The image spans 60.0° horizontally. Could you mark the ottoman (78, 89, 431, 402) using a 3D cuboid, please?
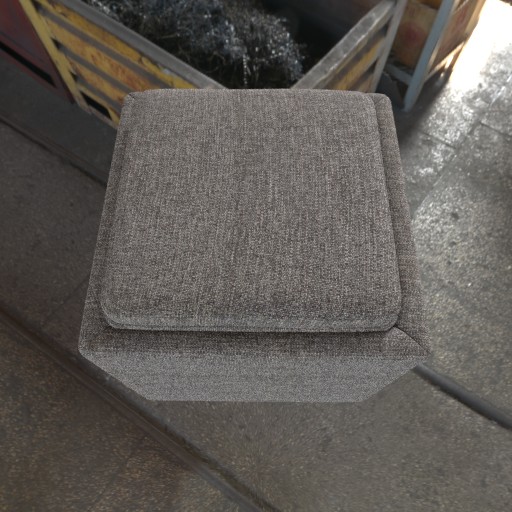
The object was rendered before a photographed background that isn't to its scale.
[{"bbox_3d":[0.000,0.000,0.801,0.450,0.460,0.450,0,64,0],"label":"ottoman"}]
